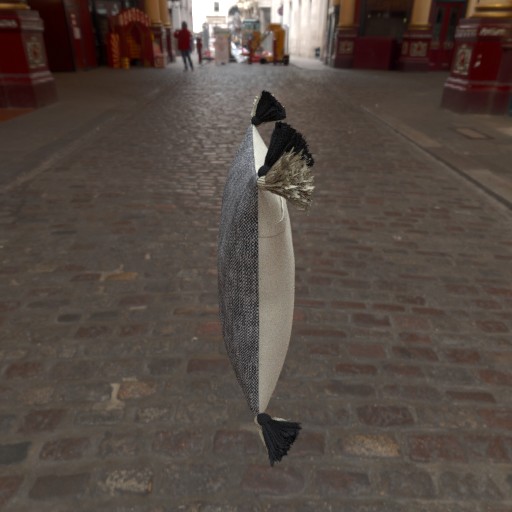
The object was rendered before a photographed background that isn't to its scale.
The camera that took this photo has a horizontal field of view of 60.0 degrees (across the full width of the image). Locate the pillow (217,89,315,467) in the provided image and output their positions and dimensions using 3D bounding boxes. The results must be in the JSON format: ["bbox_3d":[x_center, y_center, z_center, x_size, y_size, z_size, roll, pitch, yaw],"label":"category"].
[{"bbox_3d":[0.000,0.000,0.984,0.170,0.659,0.654,-1,27,-1],"label":"pillow"}]
